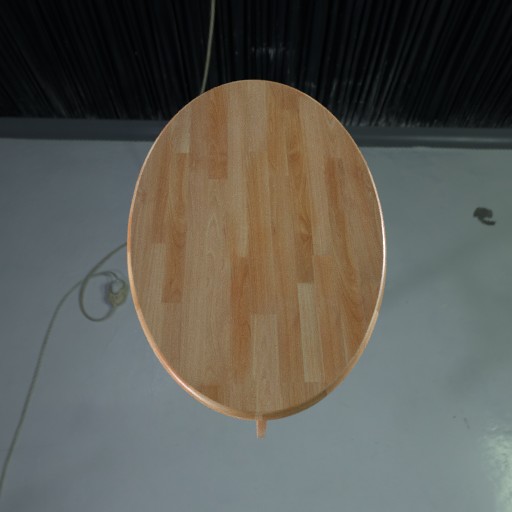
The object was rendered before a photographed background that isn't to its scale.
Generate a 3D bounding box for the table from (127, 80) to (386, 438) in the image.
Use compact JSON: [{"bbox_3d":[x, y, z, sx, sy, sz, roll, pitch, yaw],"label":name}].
[{"bbox_3d":[0.000,0.000,1.384,0.690,0.490,1.040,-1,62,-1],"label":"table"}]
